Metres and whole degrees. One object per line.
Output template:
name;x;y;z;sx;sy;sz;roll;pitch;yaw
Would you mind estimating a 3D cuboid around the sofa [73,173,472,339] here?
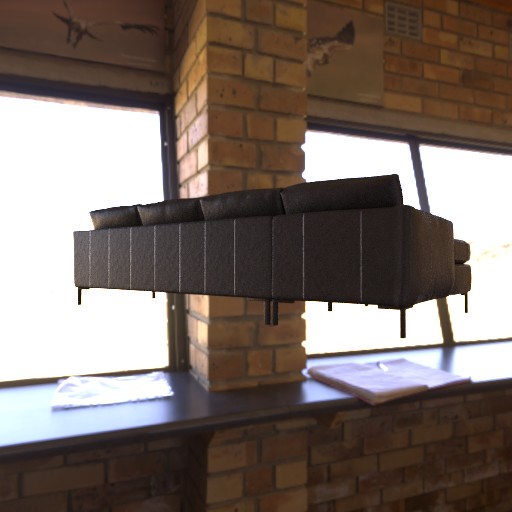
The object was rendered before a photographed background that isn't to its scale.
sofa;0.000;0.000;3.621;2.993;0.859;1.471;-1;-1;37
